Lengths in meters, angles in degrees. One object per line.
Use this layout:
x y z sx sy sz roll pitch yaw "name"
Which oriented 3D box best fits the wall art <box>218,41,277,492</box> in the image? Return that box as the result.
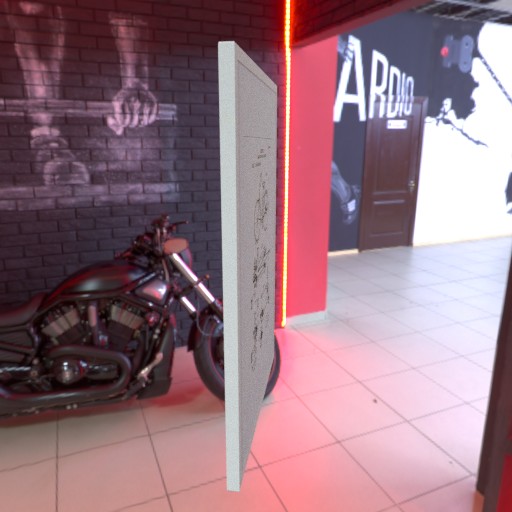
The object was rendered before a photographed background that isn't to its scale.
0.000 0.000 0.610 0.015 0.477 0.332 2 15 9 "wall art"
